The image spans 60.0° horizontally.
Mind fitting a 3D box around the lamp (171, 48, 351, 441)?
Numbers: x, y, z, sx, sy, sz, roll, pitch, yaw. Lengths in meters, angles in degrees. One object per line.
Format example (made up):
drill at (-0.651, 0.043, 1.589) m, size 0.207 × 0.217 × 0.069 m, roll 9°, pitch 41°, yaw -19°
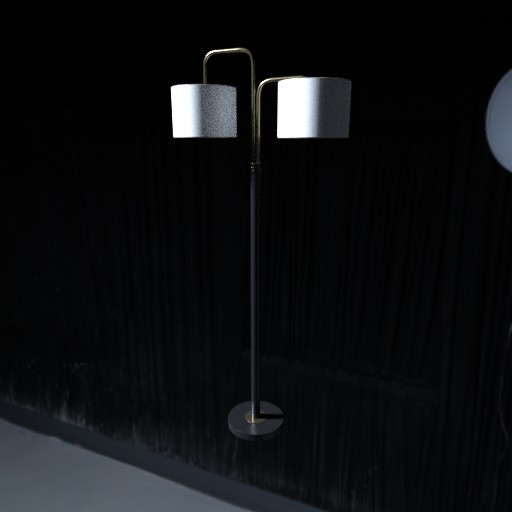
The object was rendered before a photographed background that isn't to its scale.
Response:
lamp at (0.000, 0.000, 1.826) m, size 0.711 × 1.587 × 0.254 m, roll 7°, pitch 17°, yaw 25°
